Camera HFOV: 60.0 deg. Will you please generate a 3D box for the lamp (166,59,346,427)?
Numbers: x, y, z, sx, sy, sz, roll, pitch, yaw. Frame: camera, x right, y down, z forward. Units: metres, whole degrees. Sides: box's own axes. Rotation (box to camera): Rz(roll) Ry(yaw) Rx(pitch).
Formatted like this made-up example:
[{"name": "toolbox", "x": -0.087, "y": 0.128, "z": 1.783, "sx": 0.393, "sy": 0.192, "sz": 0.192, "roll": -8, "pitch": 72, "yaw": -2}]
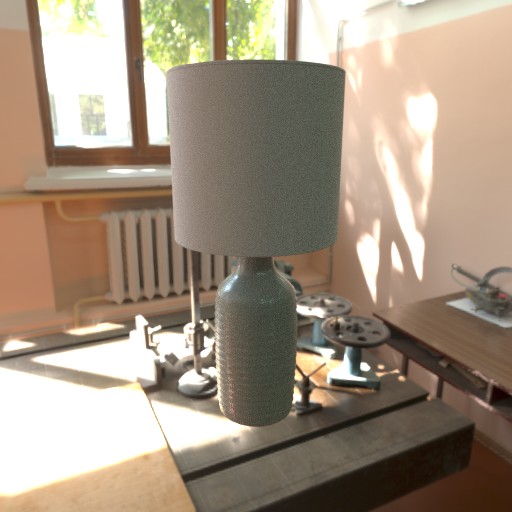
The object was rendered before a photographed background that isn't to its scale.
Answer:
[{"name": "lamp", "x": 0.000, "y": 0.000, "z": 0.619, "sx": 0.220, "sy": 0.475, "sz": 0.220, "roll": 2, "pitch": 16, "yaw": 8}]
